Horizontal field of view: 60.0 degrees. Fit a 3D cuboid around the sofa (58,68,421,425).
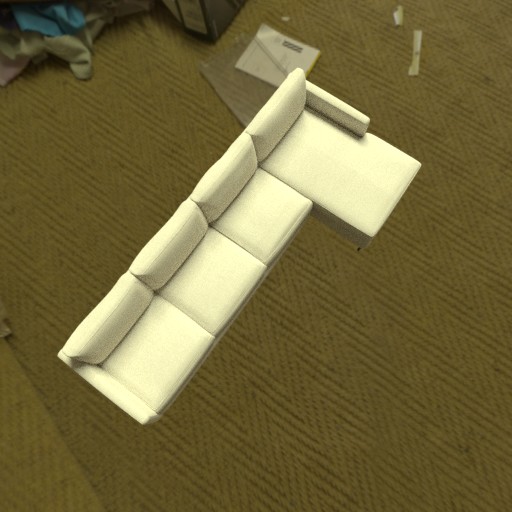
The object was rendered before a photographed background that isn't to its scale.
[{"bbox_3d":[0.000,0.000,2.897,1.126,0.677,2.445,35,77,9],"label":"sofa"}]
